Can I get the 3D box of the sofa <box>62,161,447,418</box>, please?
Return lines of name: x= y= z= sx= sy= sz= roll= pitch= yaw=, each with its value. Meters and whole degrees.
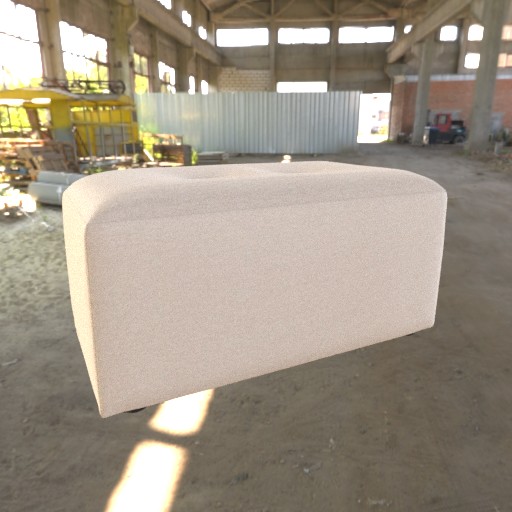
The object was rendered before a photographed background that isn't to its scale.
sofa: x=0.000 y=0.000 z=1.211 sx=0.930 sy=0.470 sz=0.480 roll=-8 pitch=18 yaw=-26
